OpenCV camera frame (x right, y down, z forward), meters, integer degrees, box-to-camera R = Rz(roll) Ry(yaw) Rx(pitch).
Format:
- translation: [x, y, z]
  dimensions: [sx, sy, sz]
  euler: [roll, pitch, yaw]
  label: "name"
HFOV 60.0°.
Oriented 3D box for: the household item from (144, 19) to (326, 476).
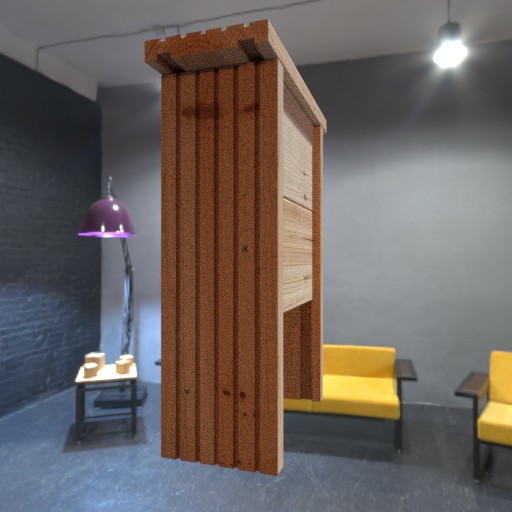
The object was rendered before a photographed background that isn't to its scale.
- translation: [0.000, 0.000, 0.542]
  dimensions: [0.123, 0.407, 0.301]
  euler: [0, 0, 18]
  label: "household item"
